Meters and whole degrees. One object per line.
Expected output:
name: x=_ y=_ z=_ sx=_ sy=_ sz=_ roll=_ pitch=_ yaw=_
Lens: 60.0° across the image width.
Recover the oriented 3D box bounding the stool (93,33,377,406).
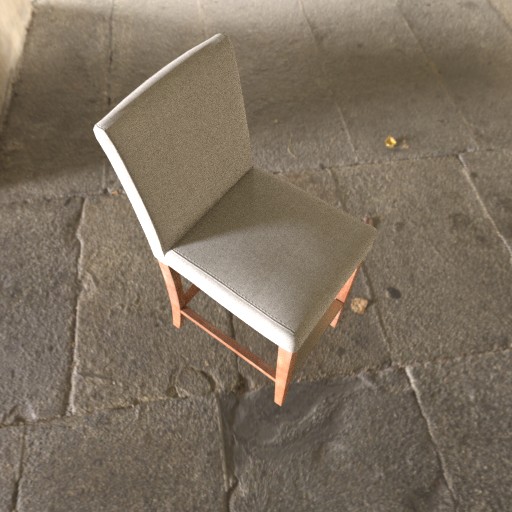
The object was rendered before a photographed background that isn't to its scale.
stool: x=0.000 y=0.000 z=1.383 sx=0.570 sy=1.088 sz=0.439 roll=32 pitch=64 yaw=18
